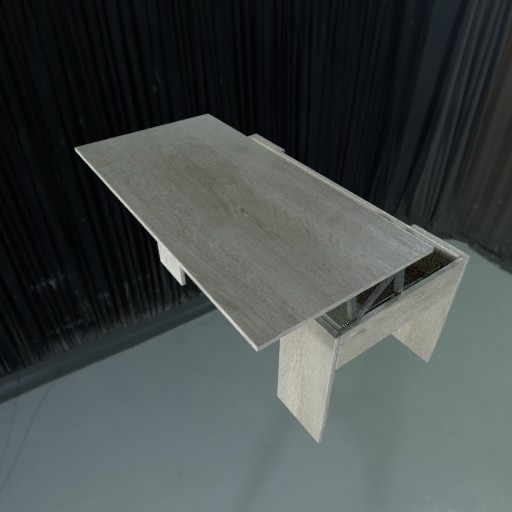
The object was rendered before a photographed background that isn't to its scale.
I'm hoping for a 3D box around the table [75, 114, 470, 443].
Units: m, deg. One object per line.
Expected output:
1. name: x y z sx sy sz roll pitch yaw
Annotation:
1. table: 0.000 0.000 1.440 0.711 0.570 1.000 -24 45 -27
